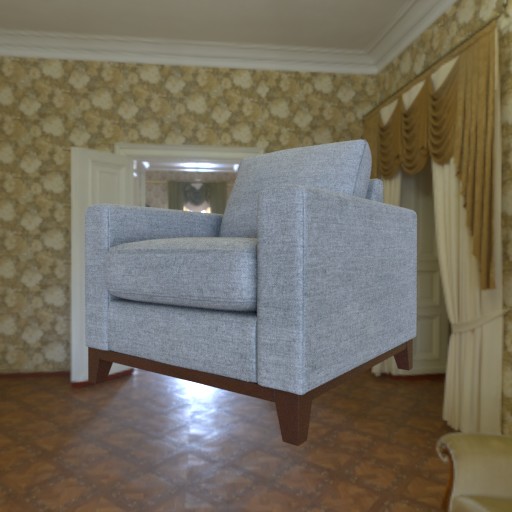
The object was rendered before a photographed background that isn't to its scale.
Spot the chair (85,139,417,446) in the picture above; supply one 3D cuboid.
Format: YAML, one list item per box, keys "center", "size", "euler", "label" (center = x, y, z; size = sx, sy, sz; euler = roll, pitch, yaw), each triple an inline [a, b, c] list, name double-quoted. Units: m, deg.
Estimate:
- center: [0.000, 0.000, 1.859]
  size: [1.024, 1.010, 1.038]
  euler: [1, 1, 37]
  label: "chair"
